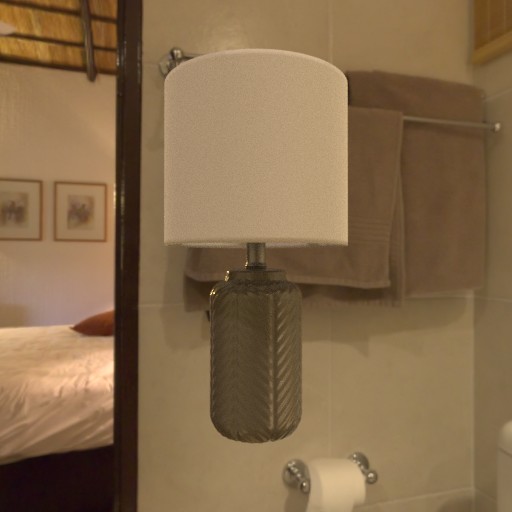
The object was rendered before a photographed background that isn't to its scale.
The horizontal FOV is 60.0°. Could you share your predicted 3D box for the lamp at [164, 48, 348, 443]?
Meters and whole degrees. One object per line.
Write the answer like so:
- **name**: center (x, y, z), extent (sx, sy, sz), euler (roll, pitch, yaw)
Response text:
- **lamp**: center (0.000, 0.000, 0.501), extent (0.203, 0.389, 0.203), euler (0, -1, 36)
